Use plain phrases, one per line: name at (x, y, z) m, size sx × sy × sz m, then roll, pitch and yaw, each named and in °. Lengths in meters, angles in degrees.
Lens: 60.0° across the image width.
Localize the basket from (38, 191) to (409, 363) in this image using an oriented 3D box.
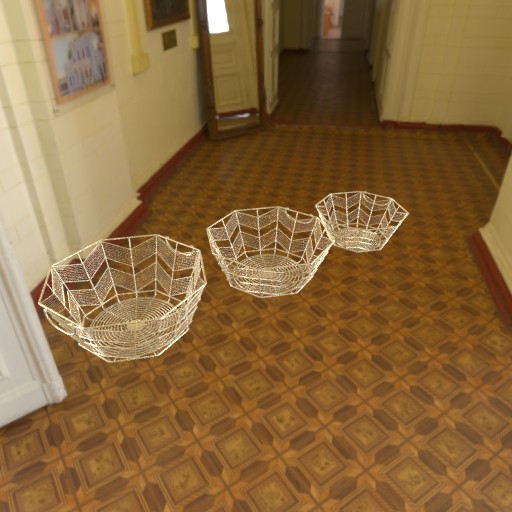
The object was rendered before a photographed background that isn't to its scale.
basket at (0.000, 0.000, 1.392) m, size 1.246 × 0.178 × 0.432 m, roll -20°, pitch 37°, yaw -29°
